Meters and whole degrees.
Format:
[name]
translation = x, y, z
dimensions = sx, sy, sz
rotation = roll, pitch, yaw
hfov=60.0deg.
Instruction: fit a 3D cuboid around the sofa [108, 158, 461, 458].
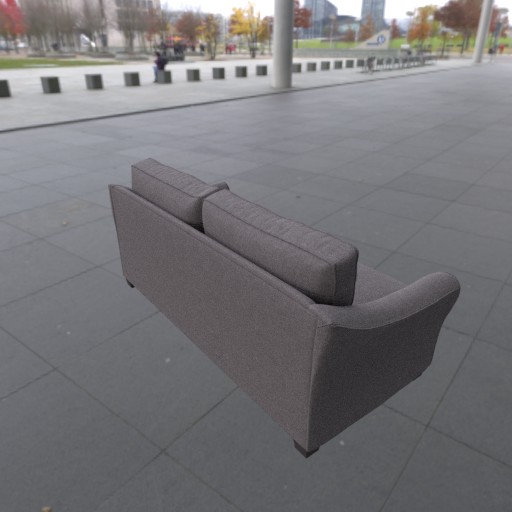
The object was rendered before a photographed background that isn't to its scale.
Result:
[sofa]
translation = 0.000, 0.000, 2.767
dimensions = 1.013, 0.976, 2.203
rotation = -18, 31, -33
